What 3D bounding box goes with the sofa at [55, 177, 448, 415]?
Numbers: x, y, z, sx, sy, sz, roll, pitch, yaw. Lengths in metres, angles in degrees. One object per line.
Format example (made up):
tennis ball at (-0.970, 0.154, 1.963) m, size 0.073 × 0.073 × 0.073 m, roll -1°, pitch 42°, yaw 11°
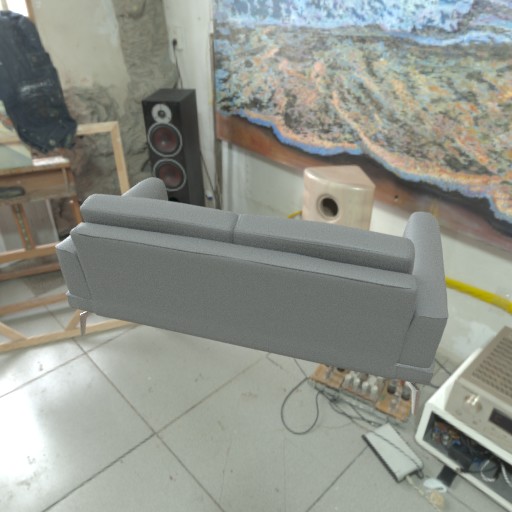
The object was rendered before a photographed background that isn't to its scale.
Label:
sofa at (0.000, 0.000, 2.768) m, size 2.177 × 0.930 × 1.121 m, roll 9°, pitch 34°, yaw 14°
